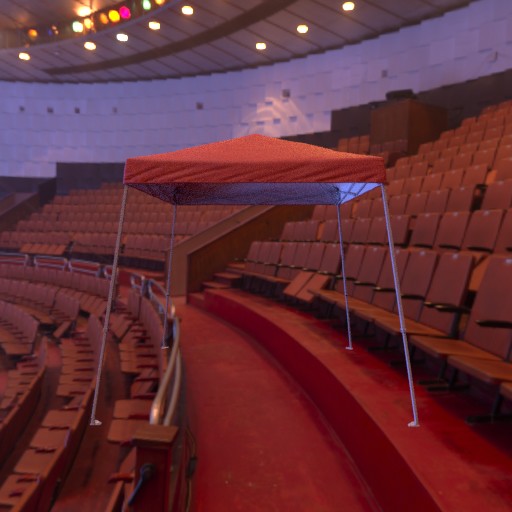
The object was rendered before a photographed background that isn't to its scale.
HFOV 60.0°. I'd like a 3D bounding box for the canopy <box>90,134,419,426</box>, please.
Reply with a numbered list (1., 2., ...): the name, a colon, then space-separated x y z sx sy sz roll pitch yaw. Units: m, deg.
1. canopy: 0.000 0.000 6.582 3.600 3.600 3.599 0 2 1
